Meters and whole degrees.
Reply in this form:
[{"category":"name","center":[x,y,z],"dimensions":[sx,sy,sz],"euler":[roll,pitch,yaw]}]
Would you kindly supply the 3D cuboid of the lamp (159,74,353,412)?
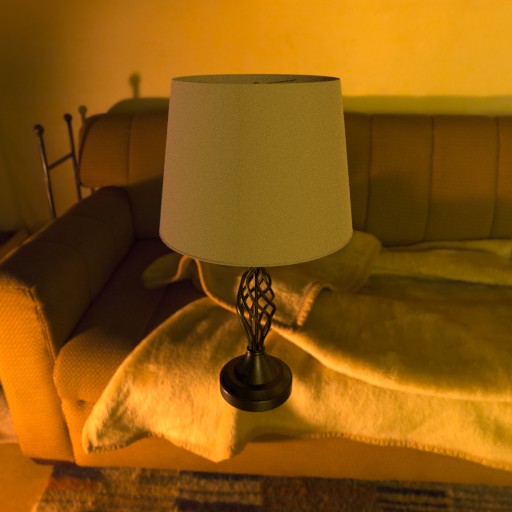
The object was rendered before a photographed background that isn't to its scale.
[{"category":"lamp","center":[0.000,0.000,0.796],"dimensions":[0.331,0.594,0.331],"euler":[0,25,0]}]
